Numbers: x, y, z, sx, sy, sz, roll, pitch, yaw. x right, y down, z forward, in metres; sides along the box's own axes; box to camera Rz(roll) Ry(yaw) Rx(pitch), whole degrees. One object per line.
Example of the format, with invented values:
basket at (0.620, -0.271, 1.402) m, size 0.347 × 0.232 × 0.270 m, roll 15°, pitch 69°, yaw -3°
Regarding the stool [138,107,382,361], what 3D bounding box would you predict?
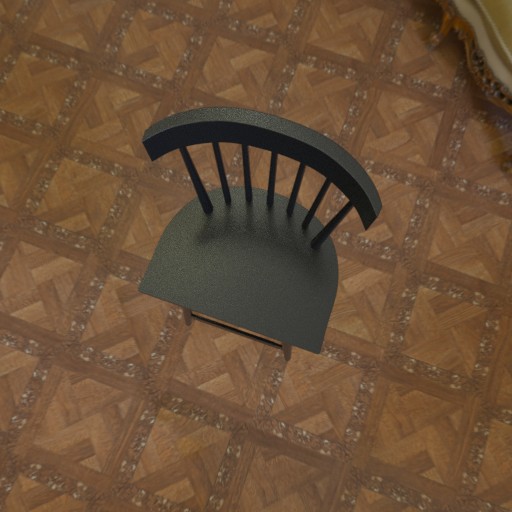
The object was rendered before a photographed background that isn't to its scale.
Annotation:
stool at (0.000, 0.000, 1.311) m, size 0.482 × 1.092 × 0.483 m, roll 19°, pitch 77°, yaw 4°
